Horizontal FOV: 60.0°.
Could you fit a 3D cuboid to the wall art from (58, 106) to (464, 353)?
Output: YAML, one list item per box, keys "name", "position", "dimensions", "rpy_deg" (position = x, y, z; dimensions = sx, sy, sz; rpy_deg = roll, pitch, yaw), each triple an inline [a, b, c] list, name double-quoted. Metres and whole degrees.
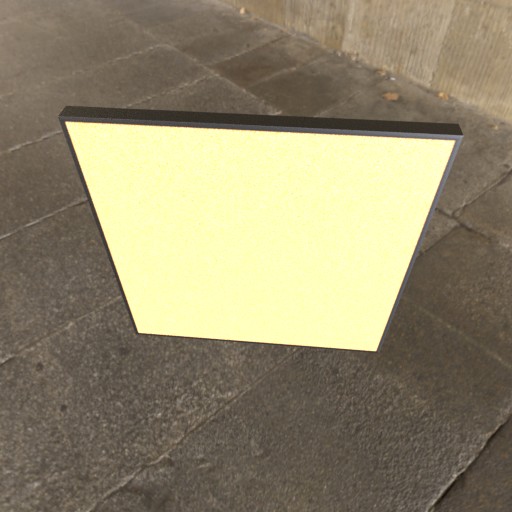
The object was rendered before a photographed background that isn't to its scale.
- name: "wall art"
  position: [0.000, 0.000, 1.131]
  dimensions: [0.769, 0.766, 0.042]
  rpy_deg: [4, 47, 3]
